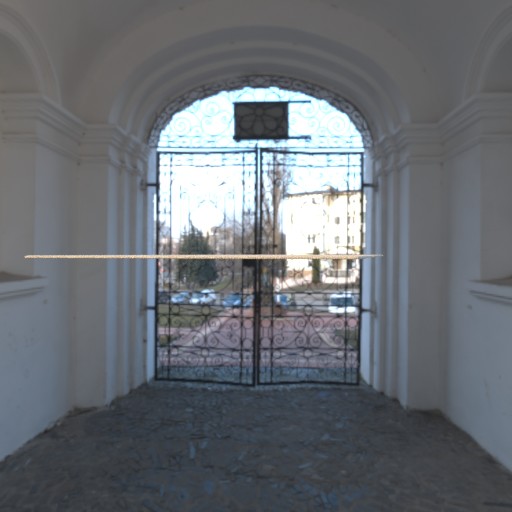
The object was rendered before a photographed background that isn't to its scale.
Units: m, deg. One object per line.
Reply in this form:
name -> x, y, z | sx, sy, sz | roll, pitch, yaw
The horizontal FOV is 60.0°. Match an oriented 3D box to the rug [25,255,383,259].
rug -> 0.000, 0.000, 2.325 | 1.219, 0.010, 1.829 | 0, 0, 18
